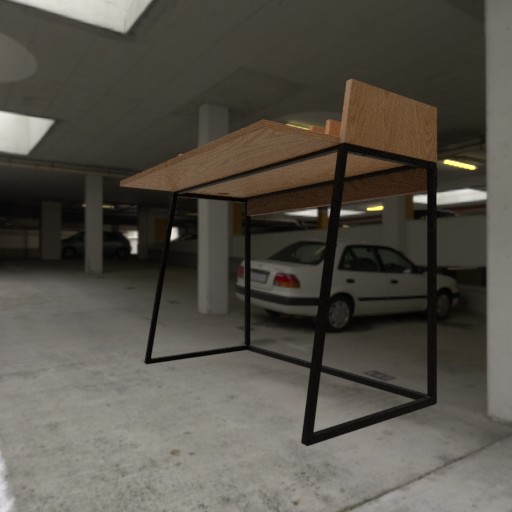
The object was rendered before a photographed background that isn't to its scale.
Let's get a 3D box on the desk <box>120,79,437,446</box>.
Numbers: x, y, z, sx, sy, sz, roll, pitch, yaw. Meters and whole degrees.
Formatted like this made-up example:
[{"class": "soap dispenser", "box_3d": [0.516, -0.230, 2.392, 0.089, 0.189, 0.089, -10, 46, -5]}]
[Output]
[{"class": "desk", "box_3d": [0.000, 0.000, 1.856, 0.769, 1.061, 1.191, 0, 0, -35]}]
